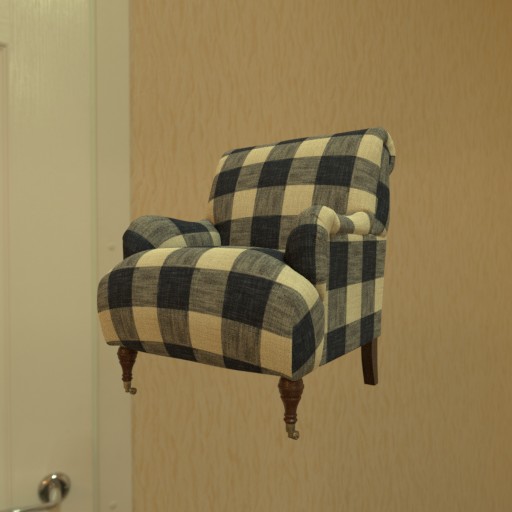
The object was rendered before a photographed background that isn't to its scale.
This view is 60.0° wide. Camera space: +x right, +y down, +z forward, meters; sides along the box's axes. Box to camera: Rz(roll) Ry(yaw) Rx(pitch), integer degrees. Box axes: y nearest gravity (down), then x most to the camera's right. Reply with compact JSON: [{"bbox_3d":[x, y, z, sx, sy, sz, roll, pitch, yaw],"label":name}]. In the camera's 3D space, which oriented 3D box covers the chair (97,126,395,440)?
[{"bbox_3d":[0.000,0.000,1.578,0.781,0.953,0.848,1,1,34],"label":"chair"}]
